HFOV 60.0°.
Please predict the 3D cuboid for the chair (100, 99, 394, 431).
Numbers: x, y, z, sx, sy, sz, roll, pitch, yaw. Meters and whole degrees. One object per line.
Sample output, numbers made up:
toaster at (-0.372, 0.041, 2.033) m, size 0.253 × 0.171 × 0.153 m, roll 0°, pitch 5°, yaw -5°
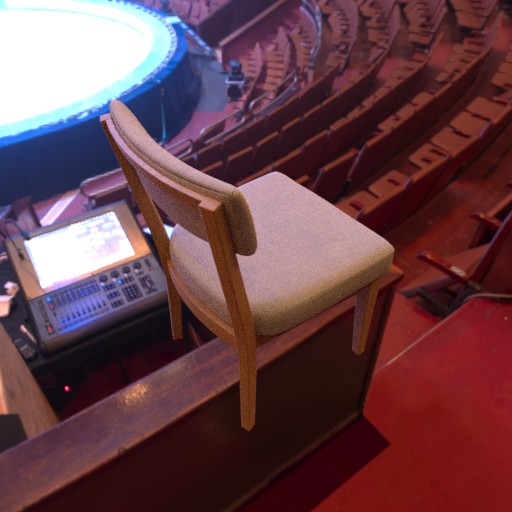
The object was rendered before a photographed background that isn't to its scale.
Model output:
chair at (0.000, 0.000, 1.213) m, size 0.572 × 0.832 × 0.508 m, roll -27°, pitch 48°, yaw -27°
